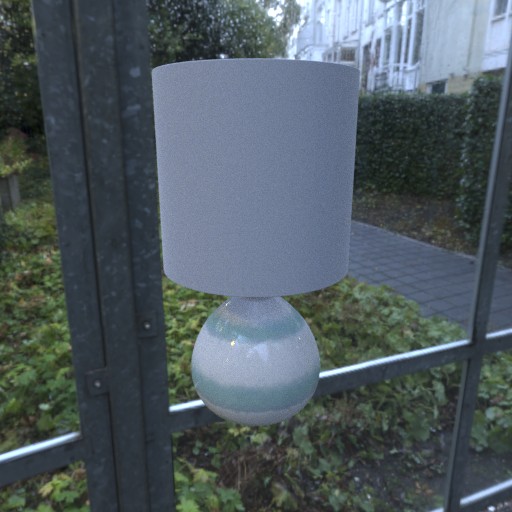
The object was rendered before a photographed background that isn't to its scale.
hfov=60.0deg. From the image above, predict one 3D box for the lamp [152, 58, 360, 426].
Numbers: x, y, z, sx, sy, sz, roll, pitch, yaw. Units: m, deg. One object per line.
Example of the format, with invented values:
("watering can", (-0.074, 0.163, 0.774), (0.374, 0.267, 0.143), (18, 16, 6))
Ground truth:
("lamp", (0.000, 0.000, 0.528), (0.217, 0.404, 0.217), (-3, 16, -10))
